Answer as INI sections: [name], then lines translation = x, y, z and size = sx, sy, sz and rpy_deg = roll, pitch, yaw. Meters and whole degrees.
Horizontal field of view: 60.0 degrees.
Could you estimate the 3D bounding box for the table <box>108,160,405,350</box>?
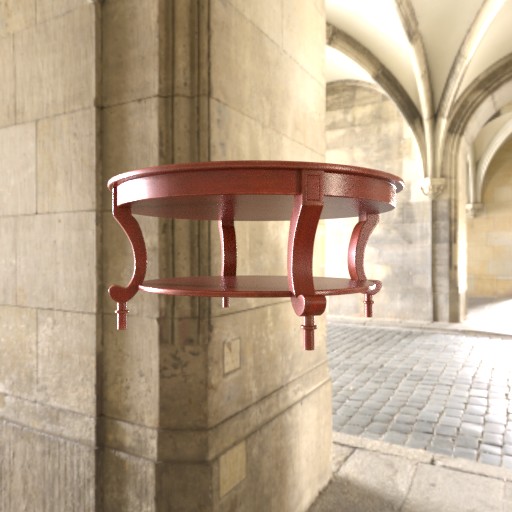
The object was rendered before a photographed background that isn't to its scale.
[table]
translation = 0.000, 0.000, 1.617
size = 1.029, 0.486, 1.029
rpy_deg = 0, 0, 0
